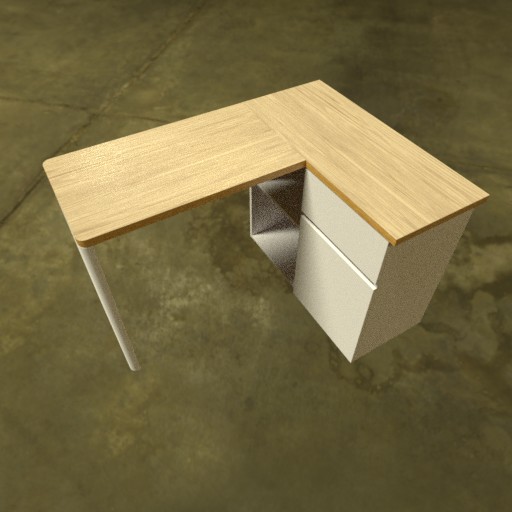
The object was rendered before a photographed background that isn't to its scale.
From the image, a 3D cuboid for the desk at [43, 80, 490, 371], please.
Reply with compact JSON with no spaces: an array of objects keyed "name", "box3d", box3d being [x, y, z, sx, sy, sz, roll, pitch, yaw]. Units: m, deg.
[{"name":"desk","box3d":[0.000,0.000,1.727,1.170,0.760,0.900,-24,52,-20]}]
